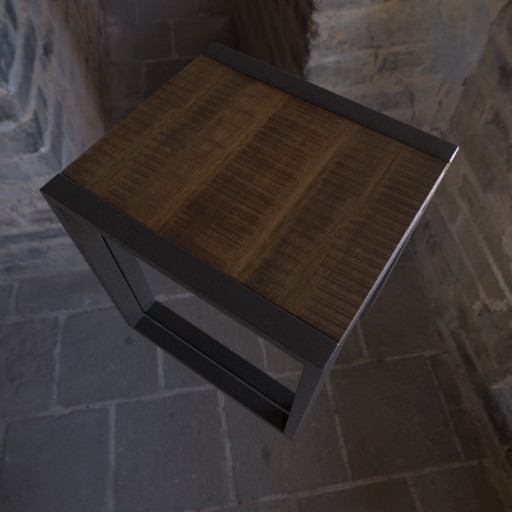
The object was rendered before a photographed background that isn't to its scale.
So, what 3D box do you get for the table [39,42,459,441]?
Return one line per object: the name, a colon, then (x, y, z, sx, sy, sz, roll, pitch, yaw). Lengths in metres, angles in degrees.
table: (0.000, 0.000, 0.935, 0.500, 0.550, 0.449, 30, 64, 17)
